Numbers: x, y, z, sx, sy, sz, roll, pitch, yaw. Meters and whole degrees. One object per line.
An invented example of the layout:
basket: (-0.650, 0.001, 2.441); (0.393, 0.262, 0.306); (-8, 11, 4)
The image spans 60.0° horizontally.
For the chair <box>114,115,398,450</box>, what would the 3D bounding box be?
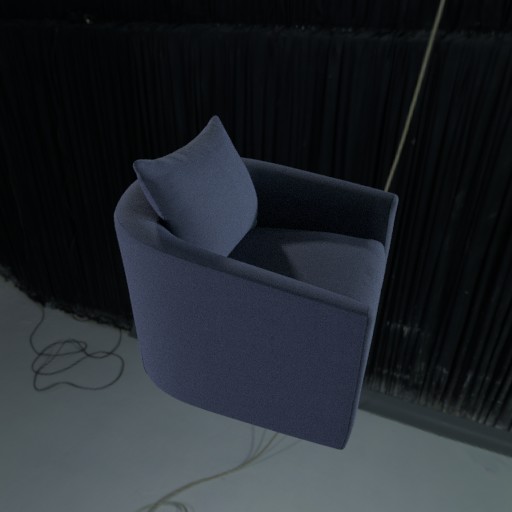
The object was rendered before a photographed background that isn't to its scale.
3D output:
chair: (0.000, 0.000, 1.625); (0.910, 0.848, 0.845); (10, 32, 17)
